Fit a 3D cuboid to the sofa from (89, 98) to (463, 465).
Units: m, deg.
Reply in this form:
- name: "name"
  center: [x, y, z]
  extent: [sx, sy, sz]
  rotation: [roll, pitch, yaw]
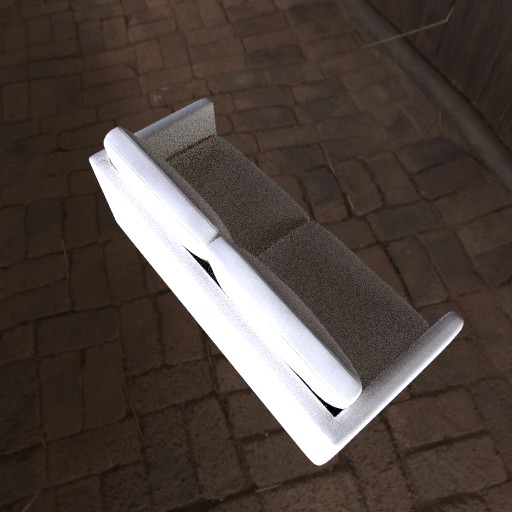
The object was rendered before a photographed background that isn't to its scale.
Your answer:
- name: "sofa"
  center: [0.000, 0.000, 2.621]
  extent: [0.924, 0.933, 2.139]
  rotation: [-35, 64, -20]
